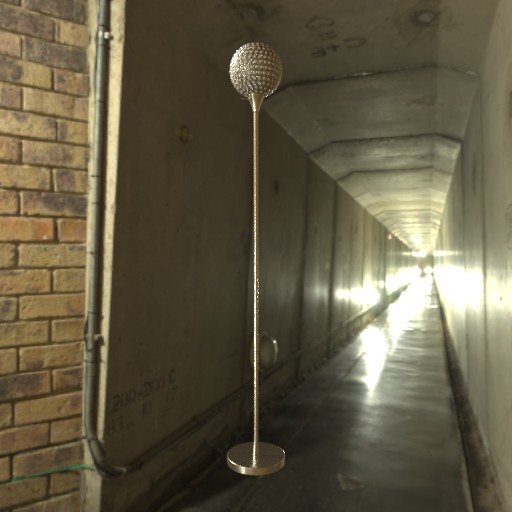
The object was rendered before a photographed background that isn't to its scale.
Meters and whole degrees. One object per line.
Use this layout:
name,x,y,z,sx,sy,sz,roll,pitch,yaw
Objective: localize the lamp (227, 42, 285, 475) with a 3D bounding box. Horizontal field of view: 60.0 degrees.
lamp,0.000,0.000,1.943,0.254,1.805,0.254,0,0,0
